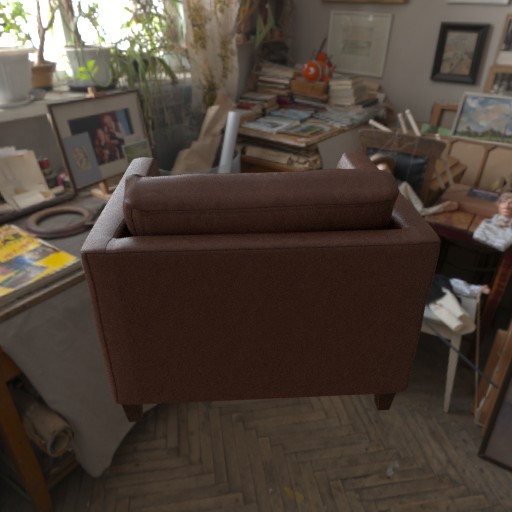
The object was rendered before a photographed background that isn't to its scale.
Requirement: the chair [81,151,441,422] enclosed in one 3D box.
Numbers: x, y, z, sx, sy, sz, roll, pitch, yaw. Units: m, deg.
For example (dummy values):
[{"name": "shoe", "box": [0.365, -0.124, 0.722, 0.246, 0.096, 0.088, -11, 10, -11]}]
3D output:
[{"name": "chair", "box": [0.000, 0.000, 1.850, 1.107, 0.917, 0.959, -2, 30, -3]}]
